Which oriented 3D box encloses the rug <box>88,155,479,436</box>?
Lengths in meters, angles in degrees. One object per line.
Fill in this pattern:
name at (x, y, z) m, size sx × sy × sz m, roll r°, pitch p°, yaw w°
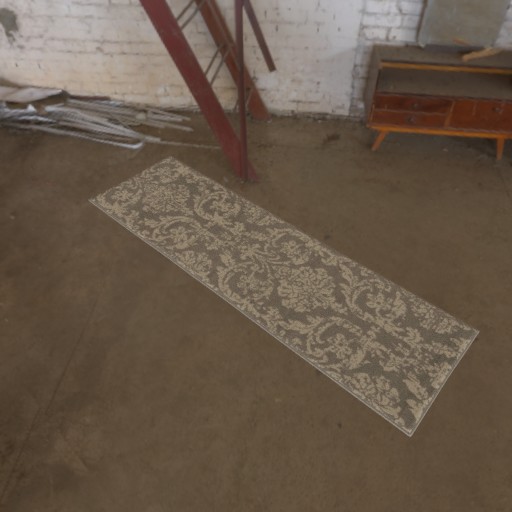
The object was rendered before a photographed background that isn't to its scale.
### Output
rug at (0.000, 0.000, 2.398) m, size 2.196 × 0.011 × 0.662 m, roll 33°, pitch 54°, yaw 28°
